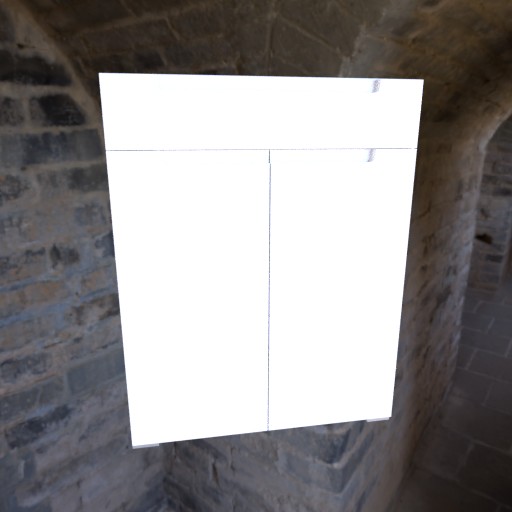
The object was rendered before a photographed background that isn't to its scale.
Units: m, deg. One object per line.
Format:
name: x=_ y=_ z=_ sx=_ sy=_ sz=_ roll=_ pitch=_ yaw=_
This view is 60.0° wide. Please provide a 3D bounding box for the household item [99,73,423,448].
household item: x=0.000 y=0.000 z=1.392 sx=0.790 sy=1.010 sz=0.420 roll=-3 pitch=16 yaw=-9
